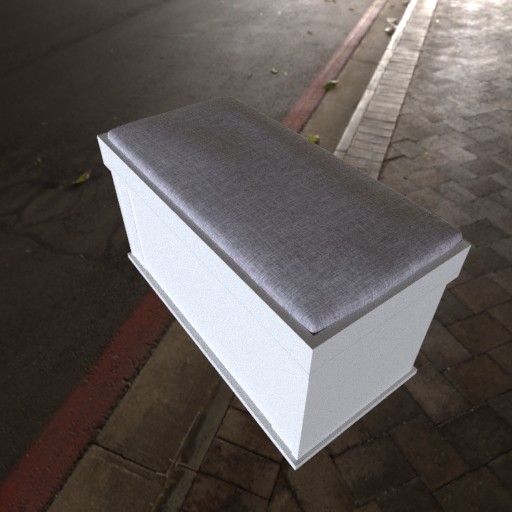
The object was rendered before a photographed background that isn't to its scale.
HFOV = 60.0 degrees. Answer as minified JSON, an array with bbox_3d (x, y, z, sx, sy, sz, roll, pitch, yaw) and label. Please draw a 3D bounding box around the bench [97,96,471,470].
[{"bbox_3d":[0.000,0.000,1.010,0.362,0.461,0.734,-27,49,-26],"label":"bench"}]
